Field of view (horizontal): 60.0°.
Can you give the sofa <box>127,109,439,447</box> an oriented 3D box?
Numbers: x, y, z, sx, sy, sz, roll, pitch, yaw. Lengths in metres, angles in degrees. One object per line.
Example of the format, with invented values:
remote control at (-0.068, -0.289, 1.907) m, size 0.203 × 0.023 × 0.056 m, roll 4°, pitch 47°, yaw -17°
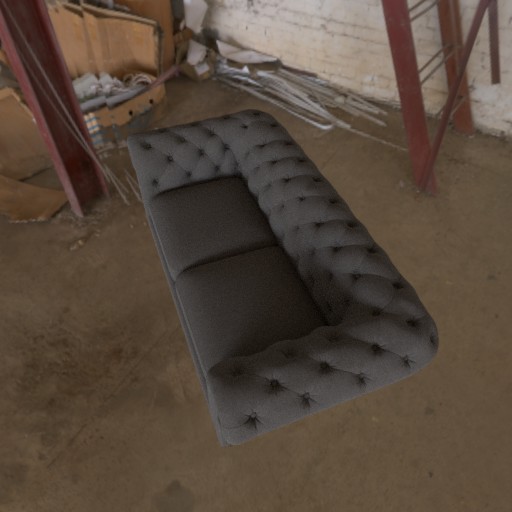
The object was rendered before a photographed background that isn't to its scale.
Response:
sofa at (0.000, 0.000, 2.461) m, size 0.986 × 0.764 × 1.998 m, roll -16°, pitch 49°, yaw -14°
